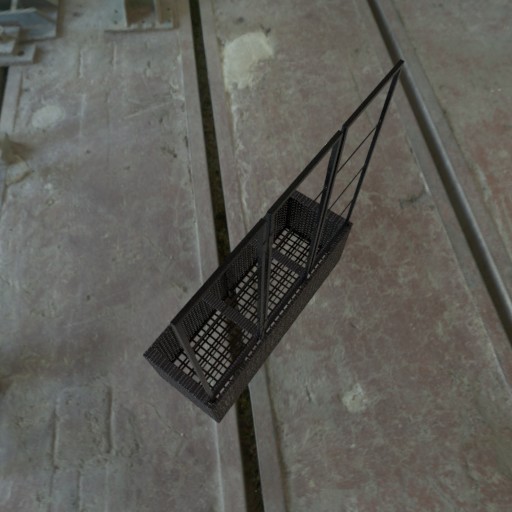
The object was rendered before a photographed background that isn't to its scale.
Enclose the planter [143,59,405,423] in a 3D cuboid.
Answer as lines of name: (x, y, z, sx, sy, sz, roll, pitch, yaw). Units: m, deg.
planter: (0.000, 0.000, 1.132, 0.244, 0.841, 0.699, 33, 67, 16)
